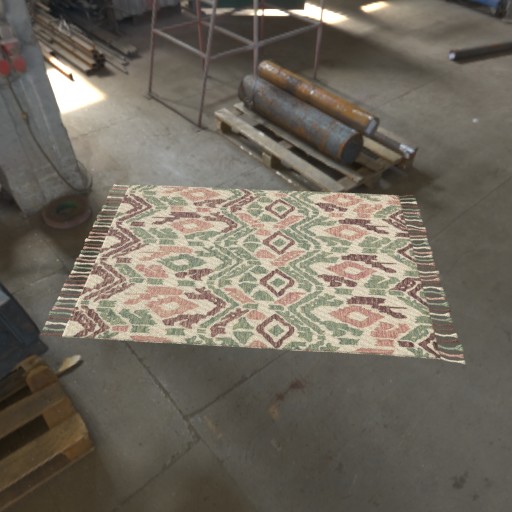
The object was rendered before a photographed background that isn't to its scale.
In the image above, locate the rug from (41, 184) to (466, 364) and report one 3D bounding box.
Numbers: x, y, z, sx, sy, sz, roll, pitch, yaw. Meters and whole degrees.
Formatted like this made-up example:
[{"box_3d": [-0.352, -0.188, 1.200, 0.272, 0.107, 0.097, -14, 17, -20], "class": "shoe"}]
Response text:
[{"box_3d": [0.000, 0.000, 3.031, 2.438, 0.011, 1.524, 3, 45, 3], "class": "rug"}]
